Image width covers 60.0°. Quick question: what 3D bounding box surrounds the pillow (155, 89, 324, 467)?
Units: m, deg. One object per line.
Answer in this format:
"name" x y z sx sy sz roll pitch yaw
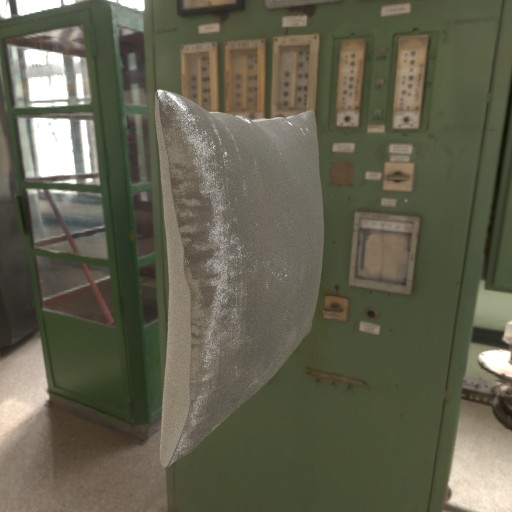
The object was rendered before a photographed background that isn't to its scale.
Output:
"pillow" 0.000 0.000 0.705 0.175 0.464 0.470 8 18 26
